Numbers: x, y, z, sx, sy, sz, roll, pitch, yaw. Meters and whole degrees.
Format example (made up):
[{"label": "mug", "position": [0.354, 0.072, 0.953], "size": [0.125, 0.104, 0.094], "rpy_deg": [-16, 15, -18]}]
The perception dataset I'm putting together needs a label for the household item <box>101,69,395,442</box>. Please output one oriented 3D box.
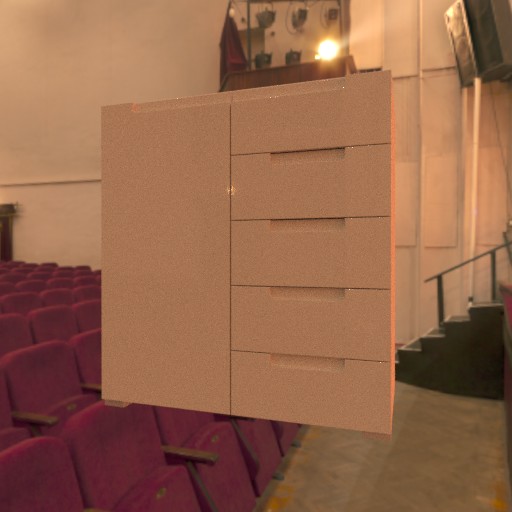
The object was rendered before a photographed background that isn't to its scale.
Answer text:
[{"label": "household item", "position": [0.000, 0.000, 1.351], "size": [0.800, 0.870, 0.420], "rpy_deg": [0, 0, 19]}]
